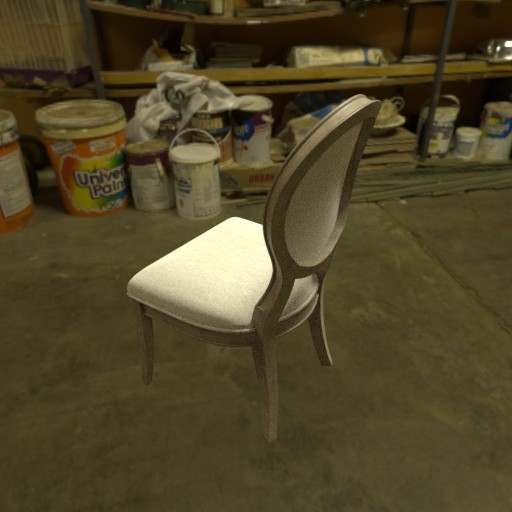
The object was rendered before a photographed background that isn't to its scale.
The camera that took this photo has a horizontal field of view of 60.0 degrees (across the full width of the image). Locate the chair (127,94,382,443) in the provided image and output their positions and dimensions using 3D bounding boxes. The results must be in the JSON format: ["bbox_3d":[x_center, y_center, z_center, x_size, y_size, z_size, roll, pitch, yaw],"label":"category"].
[{"bbox_3d":[0.000,0.000,1.341,0.602,0.990,0.558,20,36,29],"label":"chair"}]
